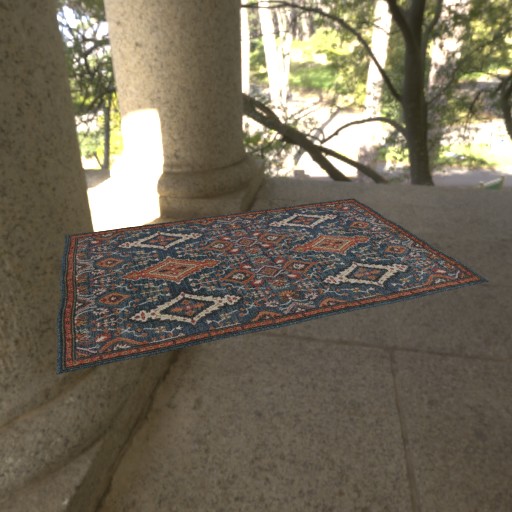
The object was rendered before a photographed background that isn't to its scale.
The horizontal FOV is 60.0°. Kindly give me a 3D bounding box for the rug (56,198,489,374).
[{"bbox_3d":[0.000,0.000,4.084,3.371,0.008,2.190,-9,28,-17],"label":"rug"}]
